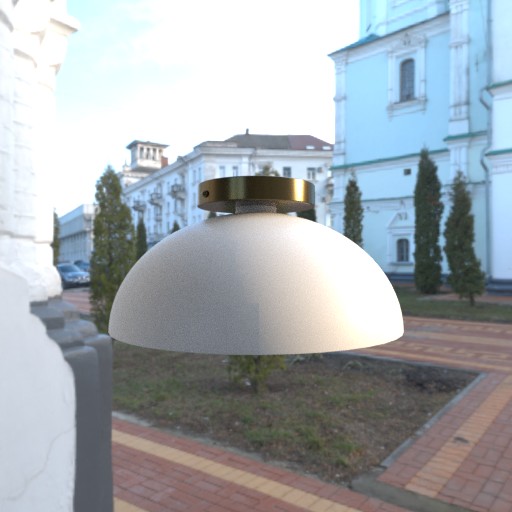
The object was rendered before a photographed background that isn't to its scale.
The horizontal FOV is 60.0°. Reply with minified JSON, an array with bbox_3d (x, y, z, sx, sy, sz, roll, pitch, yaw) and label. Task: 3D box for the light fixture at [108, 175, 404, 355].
[{"bbox_3d":[0.000,0.000,0.563,0.355,0.177,0.355,0,-1,0],"label":"light fixture"}]
